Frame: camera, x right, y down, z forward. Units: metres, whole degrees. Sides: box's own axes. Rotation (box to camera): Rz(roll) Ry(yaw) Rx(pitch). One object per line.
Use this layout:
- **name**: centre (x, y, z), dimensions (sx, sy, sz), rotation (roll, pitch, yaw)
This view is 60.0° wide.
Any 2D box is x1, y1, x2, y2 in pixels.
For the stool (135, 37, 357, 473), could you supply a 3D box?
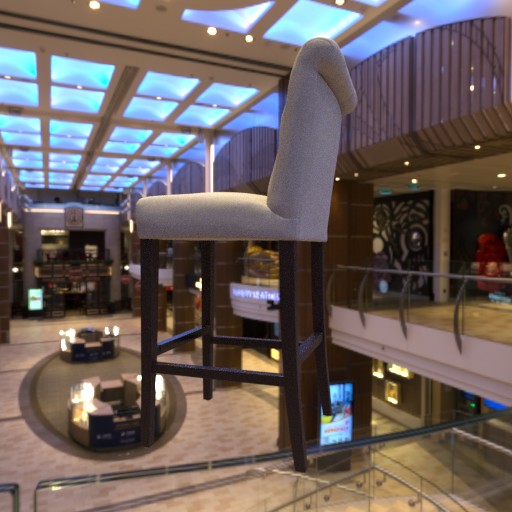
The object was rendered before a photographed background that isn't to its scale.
- **stool**: centre (0.000, 0.000, 1.431), dimensions (0.601, 1.140, 0.493), rotation (0, 1, 19)
